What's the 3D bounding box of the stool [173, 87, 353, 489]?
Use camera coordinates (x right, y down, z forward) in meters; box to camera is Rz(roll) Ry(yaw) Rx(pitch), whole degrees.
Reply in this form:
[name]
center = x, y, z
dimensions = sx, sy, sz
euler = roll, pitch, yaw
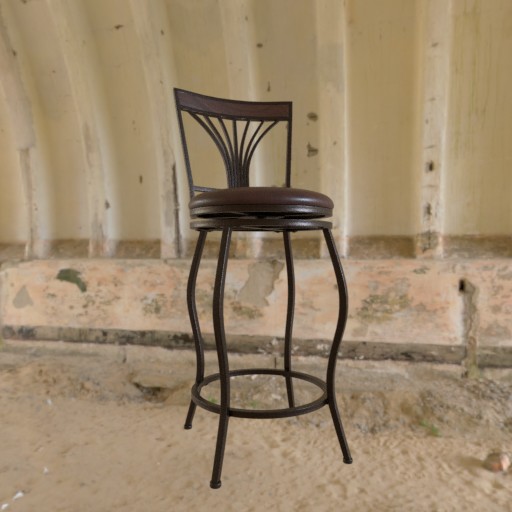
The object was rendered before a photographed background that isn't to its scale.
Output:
[stool]
center = 0.000, 0.000, 1.352
dimensions = 0.433, 1.117, 0.514
euler = 0, 1, -19
